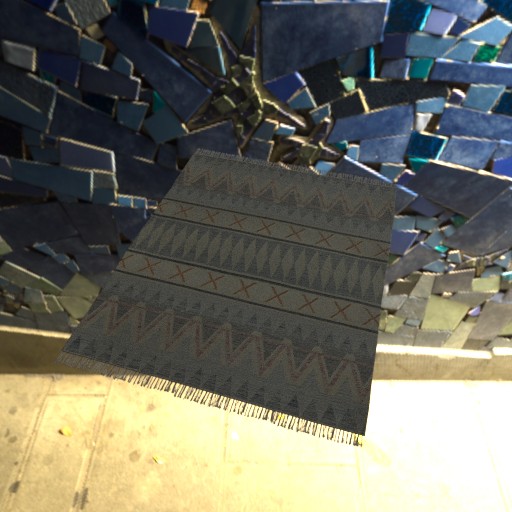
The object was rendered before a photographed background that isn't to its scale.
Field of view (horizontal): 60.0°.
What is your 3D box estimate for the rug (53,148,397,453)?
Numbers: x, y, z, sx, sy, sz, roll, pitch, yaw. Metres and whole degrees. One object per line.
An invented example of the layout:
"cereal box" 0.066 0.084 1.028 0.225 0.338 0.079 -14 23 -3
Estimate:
"rug" 0.000 0.000 4.110 2.371 0.012 3.000 12 48 11
